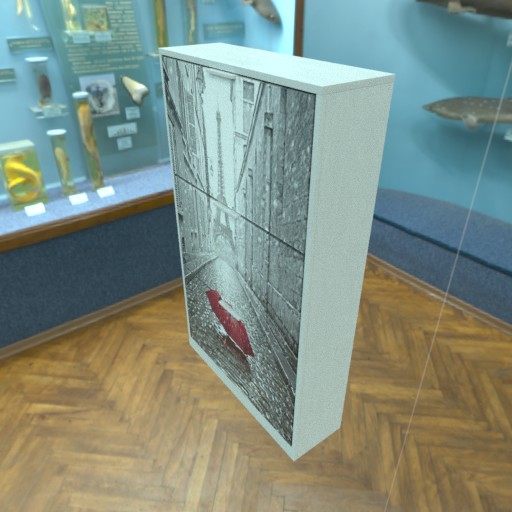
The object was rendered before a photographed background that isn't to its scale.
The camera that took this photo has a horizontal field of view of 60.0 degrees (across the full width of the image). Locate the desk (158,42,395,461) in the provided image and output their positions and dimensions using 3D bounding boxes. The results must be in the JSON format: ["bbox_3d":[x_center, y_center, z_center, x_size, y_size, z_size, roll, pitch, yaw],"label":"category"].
[{"bbox_3d":[0.000,0.000,1.561,0.250,1.280,0.750,-22,38,-31],"label":"desk"}]
